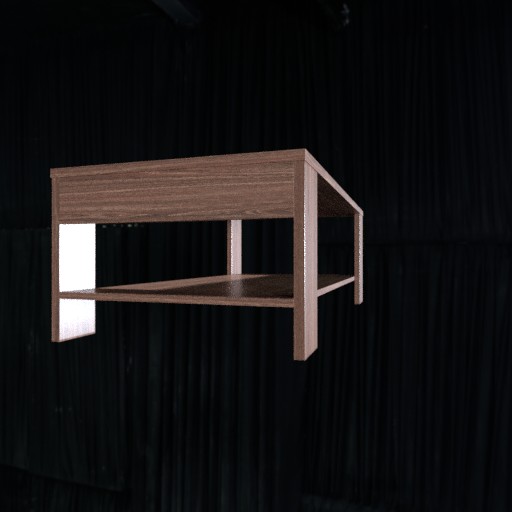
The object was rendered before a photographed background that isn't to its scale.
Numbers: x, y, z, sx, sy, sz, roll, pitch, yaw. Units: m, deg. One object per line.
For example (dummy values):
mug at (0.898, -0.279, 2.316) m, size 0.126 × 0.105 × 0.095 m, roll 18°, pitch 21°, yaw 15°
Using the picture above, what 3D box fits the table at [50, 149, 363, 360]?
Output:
table at (0.000, 0.000, 1.498) m, size 0.600 × 0.400 × 1.200 m, roll 0°, pitch 0°, yaw 19°
